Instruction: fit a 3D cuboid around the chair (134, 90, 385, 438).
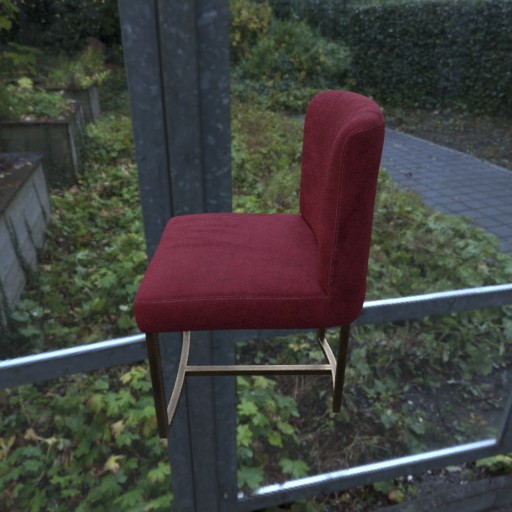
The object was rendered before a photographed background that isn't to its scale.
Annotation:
[{"bbox_3d":[0.000,0.000,1.208,0.560,0.824,0.530,0,26,-1],"label":"chair"}]
